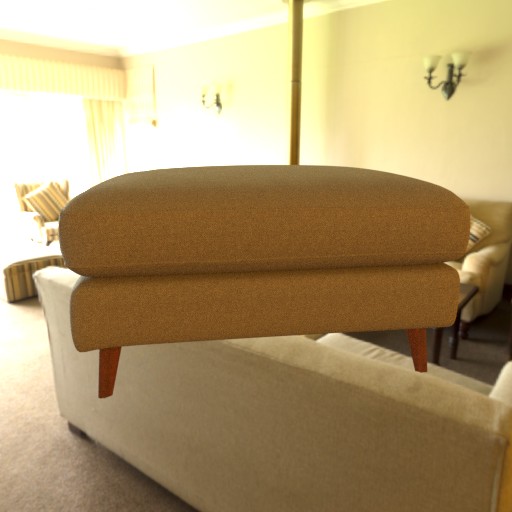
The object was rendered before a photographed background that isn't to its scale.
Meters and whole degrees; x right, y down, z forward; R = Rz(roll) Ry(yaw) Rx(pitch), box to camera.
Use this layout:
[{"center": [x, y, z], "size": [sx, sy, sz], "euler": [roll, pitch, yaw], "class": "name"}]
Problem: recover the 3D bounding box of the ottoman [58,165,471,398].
[{"center": [0.000, 0.000, 1.127], "size": [0.811, 0.449, 0.608], "euler": [-2, 14, -8], "class": "ottoman"}]
